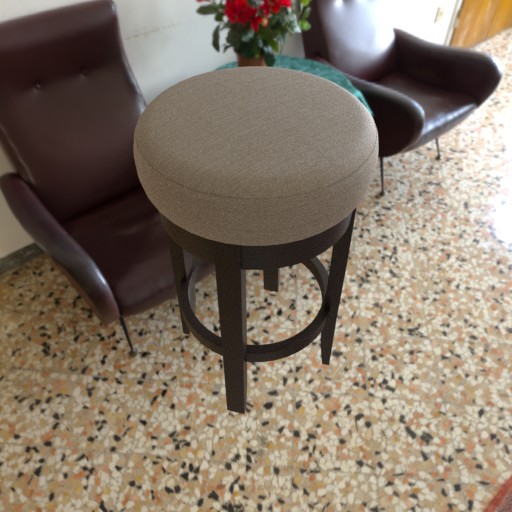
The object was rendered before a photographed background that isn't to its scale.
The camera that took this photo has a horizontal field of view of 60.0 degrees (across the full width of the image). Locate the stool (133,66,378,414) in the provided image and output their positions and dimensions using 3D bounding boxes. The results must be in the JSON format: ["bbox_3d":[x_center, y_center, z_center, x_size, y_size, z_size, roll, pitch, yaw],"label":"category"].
[{"bbox_3d":[0.000,0.000,1.043,0.443,0.757,0.443,0,47,0],"label":"stool"}]
